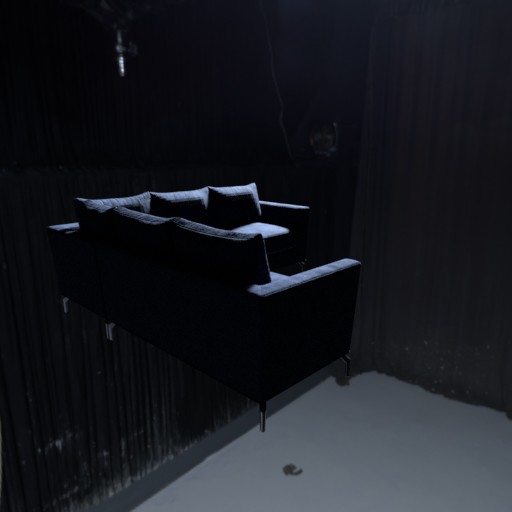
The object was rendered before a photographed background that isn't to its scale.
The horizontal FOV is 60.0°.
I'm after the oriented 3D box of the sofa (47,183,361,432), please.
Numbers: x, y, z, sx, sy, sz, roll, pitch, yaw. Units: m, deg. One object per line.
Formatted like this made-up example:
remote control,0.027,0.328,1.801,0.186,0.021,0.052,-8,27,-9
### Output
sofa,0.000,0.000,3.754,2.472,0.988,2.463,14,20,43
